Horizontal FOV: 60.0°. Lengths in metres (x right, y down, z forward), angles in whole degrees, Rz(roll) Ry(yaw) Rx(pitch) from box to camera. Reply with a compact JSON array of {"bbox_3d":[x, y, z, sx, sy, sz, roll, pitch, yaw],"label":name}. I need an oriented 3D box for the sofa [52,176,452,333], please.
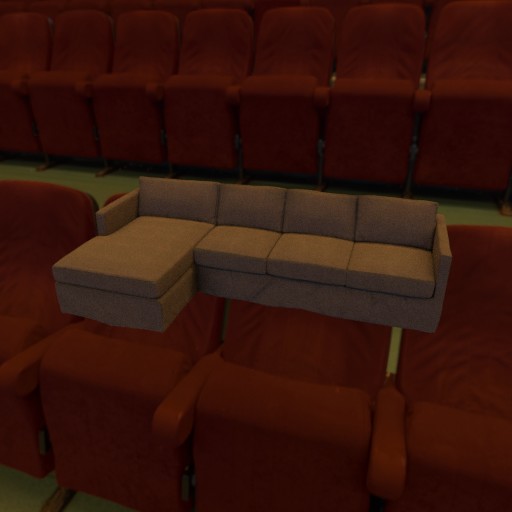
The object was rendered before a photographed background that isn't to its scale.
[{"bbox_3d":[0.000,0.000,3.994,3.205,0.922,1.650,8,27,15],"label":"sofa"}]
